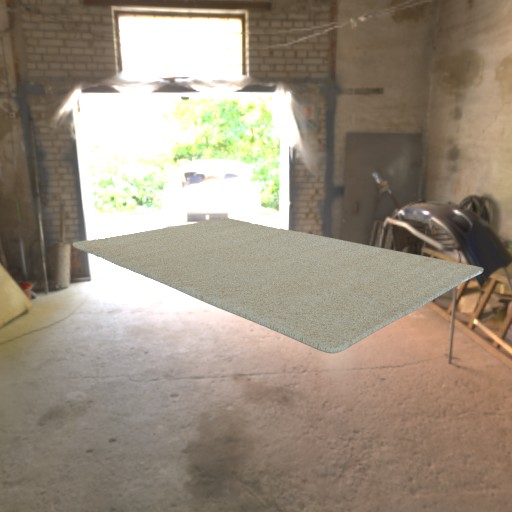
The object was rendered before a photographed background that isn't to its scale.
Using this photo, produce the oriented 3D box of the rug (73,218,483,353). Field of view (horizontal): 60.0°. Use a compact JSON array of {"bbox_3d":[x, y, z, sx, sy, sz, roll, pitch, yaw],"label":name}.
[{"bbox_3d":[0.000,0.000,2.933,1.500,0.026,2.349,-14,21,-42],"label":"rug"}]
